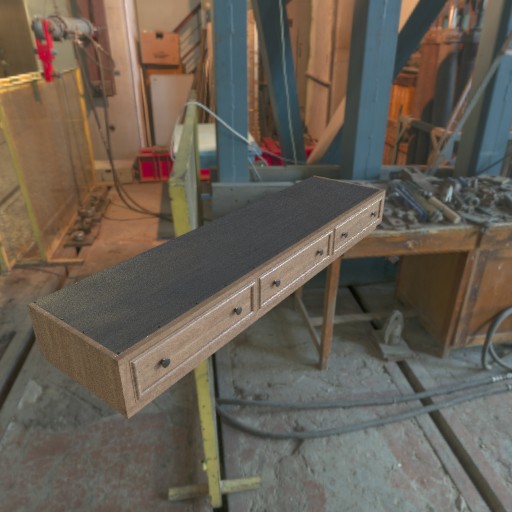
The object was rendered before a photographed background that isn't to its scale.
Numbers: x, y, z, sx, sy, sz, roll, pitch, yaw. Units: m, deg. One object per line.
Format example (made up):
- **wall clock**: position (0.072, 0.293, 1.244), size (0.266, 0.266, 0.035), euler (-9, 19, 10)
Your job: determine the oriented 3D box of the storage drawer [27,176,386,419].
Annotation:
- **storage drawer**: position (0.000, 0.000, 2.235), size (0.538, 0.264, 2.032), euler (19, 32, 32)
